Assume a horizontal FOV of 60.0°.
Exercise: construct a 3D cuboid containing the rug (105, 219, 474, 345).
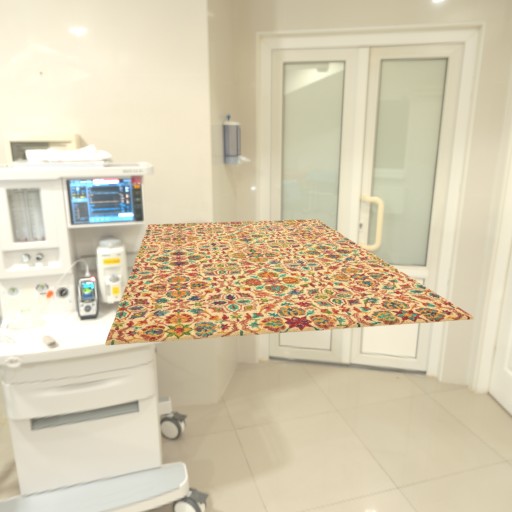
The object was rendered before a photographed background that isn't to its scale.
[{"bbox_3d":[0.000,0.000,2.306,1.226,0.013,1.838,-2,16,-9],"label":"rug"}]
